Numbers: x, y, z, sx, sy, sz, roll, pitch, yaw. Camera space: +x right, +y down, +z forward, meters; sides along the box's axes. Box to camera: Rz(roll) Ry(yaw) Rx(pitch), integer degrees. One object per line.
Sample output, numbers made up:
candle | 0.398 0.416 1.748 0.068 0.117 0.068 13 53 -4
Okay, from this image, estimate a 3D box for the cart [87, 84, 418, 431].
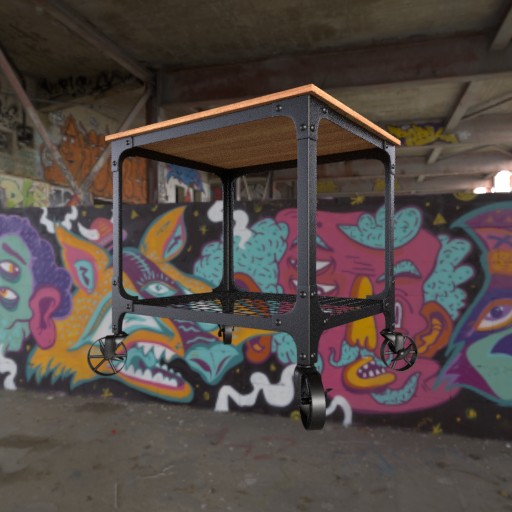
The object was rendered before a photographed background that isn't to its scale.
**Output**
cart | 0.000 0.000 1.141 0.666 0.603 0.558 0 0 36
